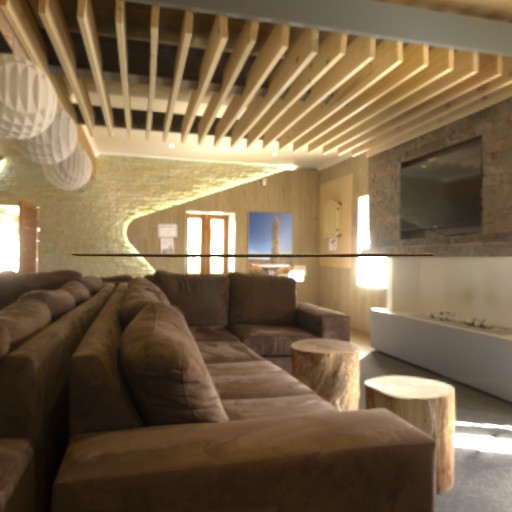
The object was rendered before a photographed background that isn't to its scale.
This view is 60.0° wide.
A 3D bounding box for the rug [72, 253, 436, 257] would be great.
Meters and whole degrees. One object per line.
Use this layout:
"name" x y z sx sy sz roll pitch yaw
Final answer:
"rug" 0.000 0.000 5.336 2.782 0.025 3.935 0 0 1
